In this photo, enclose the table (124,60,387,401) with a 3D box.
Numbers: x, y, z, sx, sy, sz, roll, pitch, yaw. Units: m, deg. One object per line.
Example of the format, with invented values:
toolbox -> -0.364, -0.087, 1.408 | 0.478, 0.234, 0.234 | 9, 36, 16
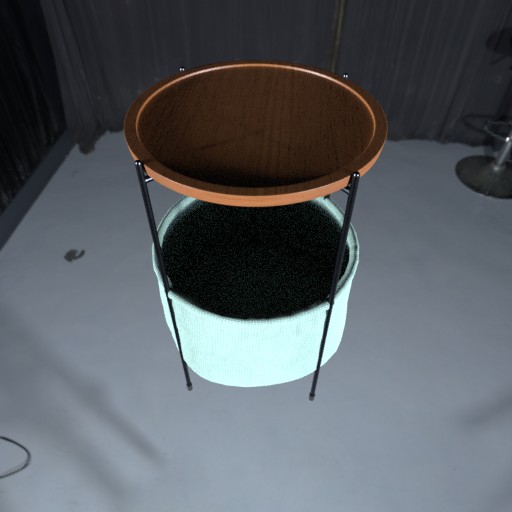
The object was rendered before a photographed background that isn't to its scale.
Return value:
table -> 0.000, 0.000, 0.884 | 0.400, 0.623, 0.400 | 4, 47, 4
